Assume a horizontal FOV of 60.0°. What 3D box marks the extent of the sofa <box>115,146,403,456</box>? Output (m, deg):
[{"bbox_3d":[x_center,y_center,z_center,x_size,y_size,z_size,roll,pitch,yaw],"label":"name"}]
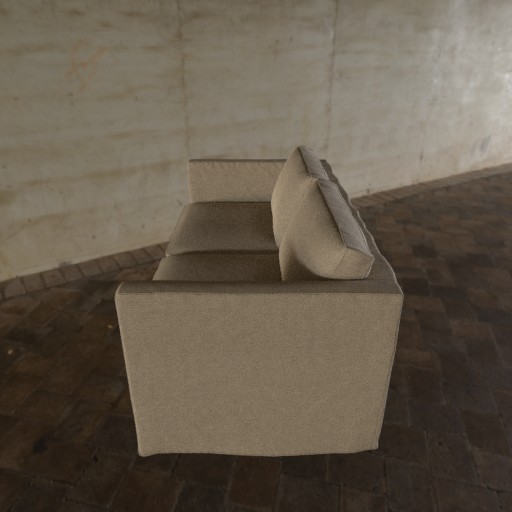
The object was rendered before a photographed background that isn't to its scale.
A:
[{"bbox_3d":[0.000,0.000,2.284,0.956,0.828,1.766,0,26,0],"label":"sofa"}]
